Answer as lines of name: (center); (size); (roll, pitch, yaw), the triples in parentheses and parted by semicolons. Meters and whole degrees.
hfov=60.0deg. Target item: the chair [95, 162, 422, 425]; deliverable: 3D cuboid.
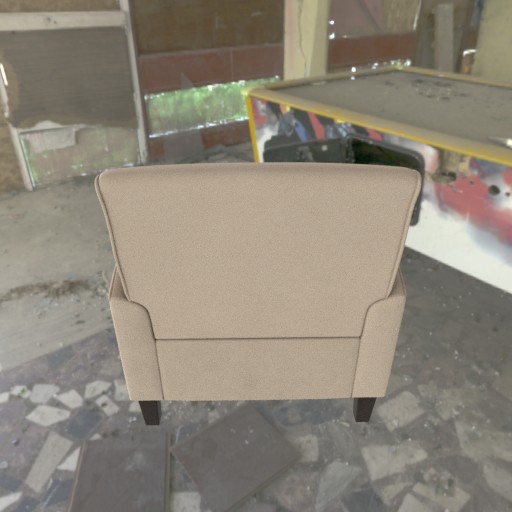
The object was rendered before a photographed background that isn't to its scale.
chair: (0.000, 0.000, 1.540); (0.820, 0.915, 0.820); (-1, 31, -1)
